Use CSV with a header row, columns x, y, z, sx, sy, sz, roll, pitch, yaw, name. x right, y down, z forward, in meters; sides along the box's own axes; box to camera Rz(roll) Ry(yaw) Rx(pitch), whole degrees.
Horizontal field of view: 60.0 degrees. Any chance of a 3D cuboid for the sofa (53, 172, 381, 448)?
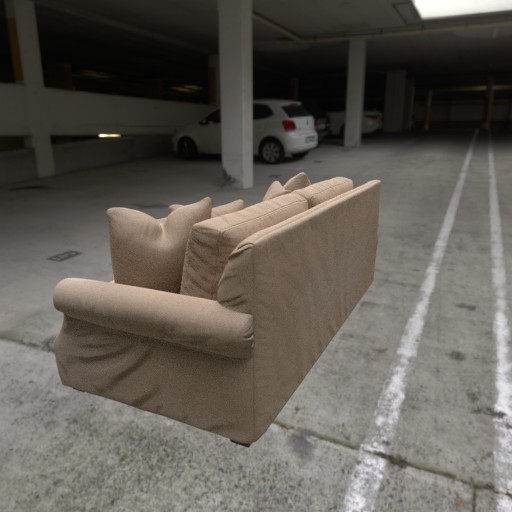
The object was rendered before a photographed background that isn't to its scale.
x,y,z,sx,sy,sz,roll,pitch,yaw,name
0.000,0.000,2.686,1.067,0.904,2.285,7,17,25,sofa
